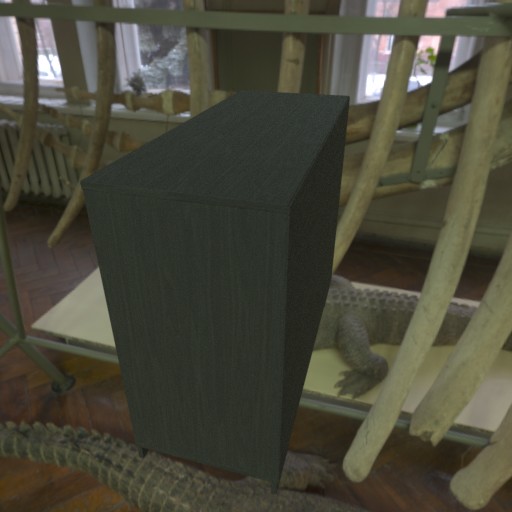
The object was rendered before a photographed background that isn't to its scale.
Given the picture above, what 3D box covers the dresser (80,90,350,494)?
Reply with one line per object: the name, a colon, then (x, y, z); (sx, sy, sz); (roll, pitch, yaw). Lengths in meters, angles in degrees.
dresser: (0.000, 0.000, 1.402); (0.404, 0.816, 0.994); (8, 31, 14)
